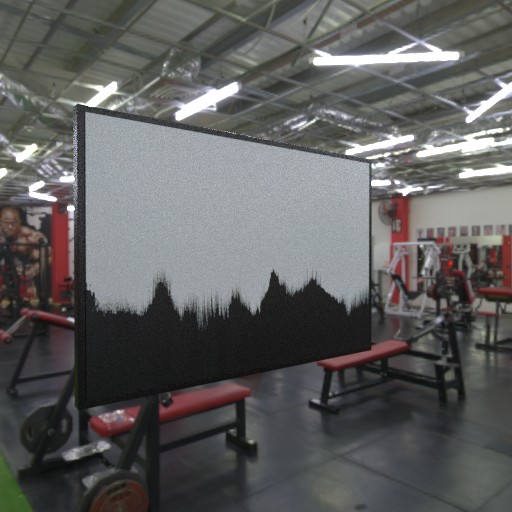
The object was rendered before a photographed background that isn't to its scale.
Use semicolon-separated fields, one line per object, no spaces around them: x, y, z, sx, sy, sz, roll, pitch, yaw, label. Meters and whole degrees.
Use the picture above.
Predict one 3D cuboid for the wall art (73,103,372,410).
0.000;0.000;0.847;0.659;0.446;0.022;0;1;-37;wall art
